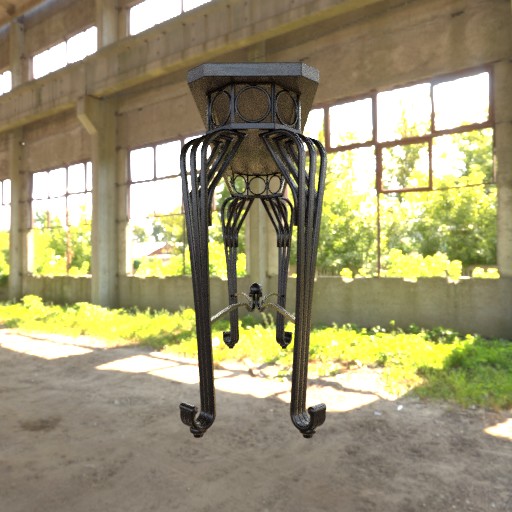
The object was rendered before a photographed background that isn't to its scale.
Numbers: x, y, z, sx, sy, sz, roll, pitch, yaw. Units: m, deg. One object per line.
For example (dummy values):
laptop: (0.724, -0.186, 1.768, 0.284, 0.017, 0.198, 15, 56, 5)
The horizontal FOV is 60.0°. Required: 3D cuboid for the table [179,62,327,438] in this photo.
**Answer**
table: (0.000, 0.000, 1.472, 0.329, 0.800, 1.112, 0, -1, 1)
